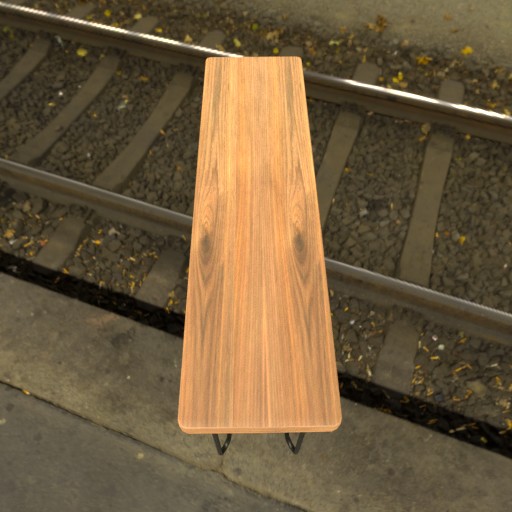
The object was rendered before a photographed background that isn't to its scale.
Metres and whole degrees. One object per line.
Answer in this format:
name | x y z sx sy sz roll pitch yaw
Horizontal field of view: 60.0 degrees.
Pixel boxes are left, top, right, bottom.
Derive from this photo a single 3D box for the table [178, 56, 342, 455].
table | 0.000 0.000 1.897 0.425 0.834 1.570 -1 57 0
